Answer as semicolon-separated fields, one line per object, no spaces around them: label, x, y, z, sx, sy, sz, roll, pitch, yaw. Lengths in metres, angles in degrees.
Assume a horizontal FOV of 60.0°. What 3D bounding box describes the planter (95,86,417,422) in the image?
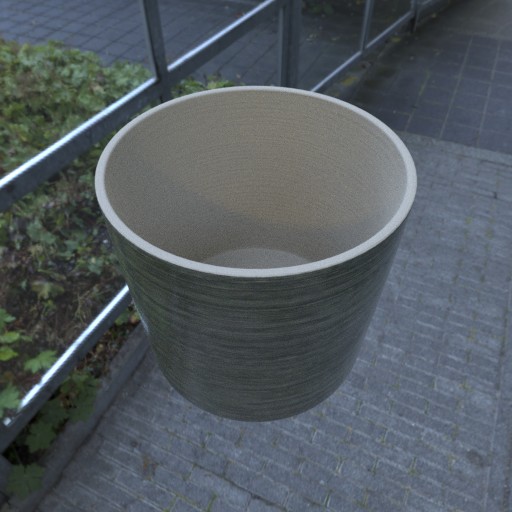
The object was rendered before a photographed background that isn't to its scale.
planter;0.000;0.000;0.386;0.221;0.201;0.221;0;47;0
